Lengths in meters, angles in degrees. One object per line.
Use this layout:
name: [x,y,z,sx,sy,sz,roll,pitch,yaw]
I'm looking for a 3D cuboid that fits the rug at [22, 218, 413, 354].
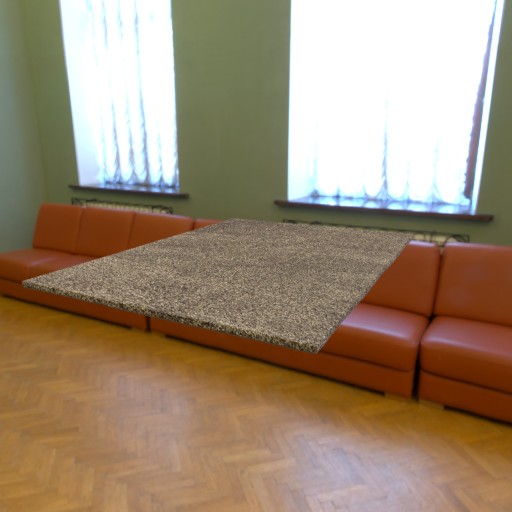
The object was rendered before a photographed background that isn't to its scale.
rug: [0.000,0.000,2.121,1.198,0.025,1.601,8,17,27]
